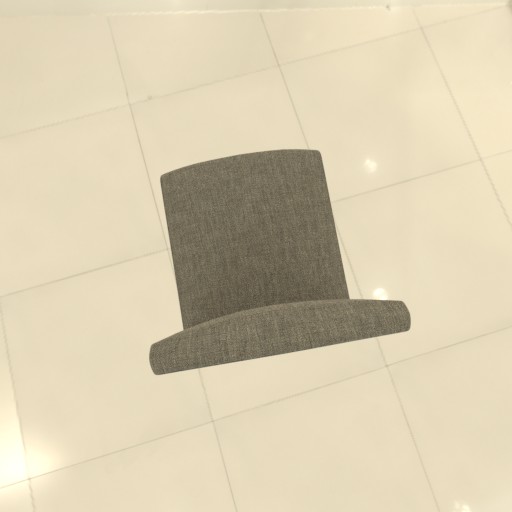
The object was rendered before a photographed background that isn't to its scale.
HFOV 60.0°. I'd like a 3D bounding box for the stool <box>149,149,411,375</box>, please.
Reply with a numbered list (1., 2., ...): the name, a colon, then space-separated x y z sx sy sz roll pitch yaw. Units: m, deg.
1. stool: 0.000 0.000 1.224 0.451 0.966 0.552 -9 77 -2
